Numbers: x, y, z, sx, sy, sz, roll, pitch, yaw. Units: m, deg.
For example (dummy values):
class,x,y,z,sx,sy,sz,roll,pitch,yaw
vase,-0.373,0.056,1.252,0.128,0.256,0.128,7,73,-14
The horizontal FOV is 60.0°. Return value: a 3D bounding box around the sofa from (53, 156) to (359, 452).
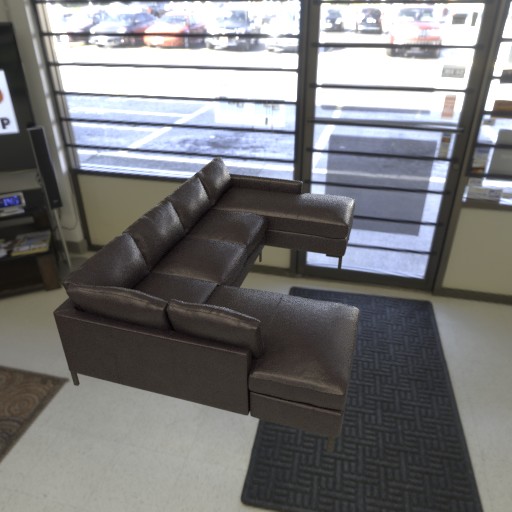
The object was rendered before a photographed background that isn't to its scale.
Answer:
class,x,y,z,sx,sy,sz,roll,pitch,yaw
sofa,0.000,0.000,3.952,1.939,0.900,2.956,8,31,14
